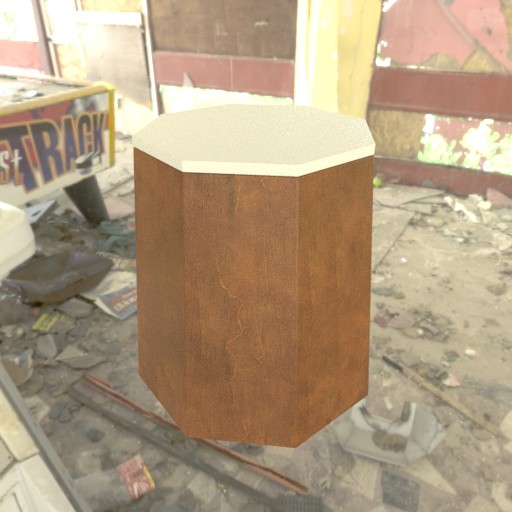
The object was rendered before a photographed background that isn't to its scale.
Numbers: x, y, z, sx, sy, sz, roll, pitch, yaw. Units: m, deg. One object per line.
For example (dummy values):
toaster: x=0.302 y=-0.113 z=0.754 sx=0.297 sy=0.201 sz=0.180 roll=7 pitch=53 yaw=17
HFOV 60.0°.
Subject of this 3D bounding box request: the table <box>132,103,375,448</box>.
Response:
table: x=0.000 y=0.000 z=0.794 sx=0.439 sy=0.457 sz=0.439 roll=-23 pitch=37 yaw=-34
